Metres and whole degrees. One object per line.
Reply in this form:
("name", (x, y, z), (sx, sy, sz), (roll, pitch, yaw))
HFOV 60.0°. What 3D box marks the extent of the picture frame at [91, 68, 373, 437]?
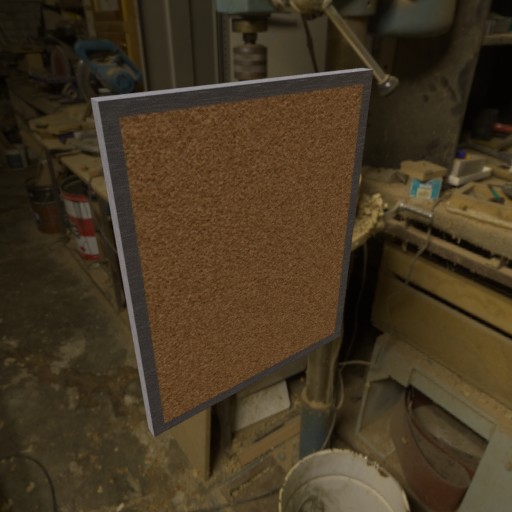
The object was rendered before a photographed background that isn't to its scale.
("picture frame", (0.000, 0.000, 0.754), (0.454, 0.559, 0.029), (-20, 35, -31))
